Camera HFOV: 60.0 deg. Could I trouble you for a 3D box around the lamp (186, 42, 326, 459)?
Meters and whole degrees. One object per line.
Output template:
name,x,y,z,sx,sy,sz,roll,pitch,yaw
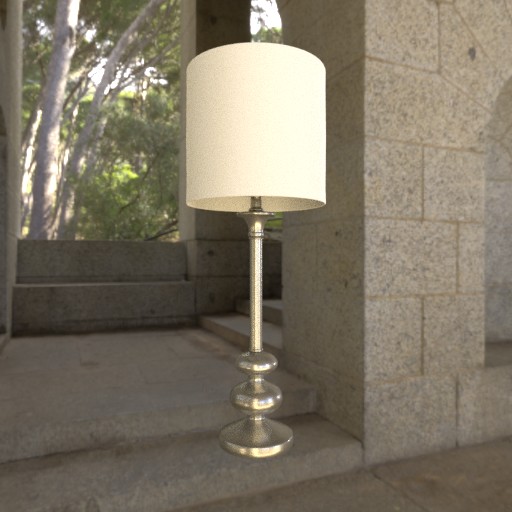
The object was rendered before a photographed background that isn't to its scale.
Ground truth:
lamp,0.000,0.000,0.817,0.254,0.690,0.254,0,0,37
